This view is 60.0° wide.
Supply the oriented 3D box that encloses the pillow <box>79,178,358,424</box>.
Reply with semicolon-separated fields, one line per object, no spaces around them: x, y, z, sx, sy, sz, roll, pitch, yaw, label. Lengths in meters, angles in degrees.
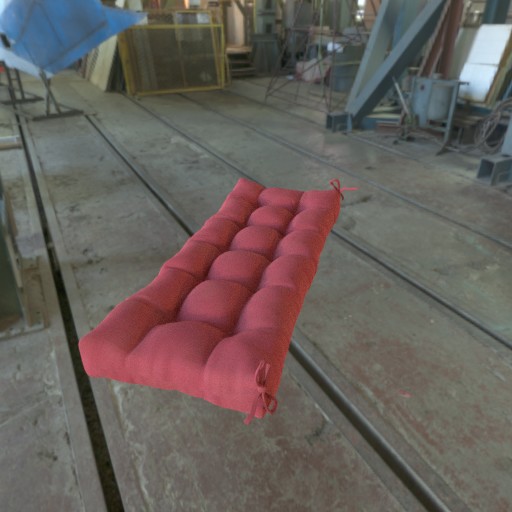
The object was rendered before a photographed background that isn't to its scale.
0.000;0.000;1.383;0.511;0.174;1.194;8;30;15;pillow
